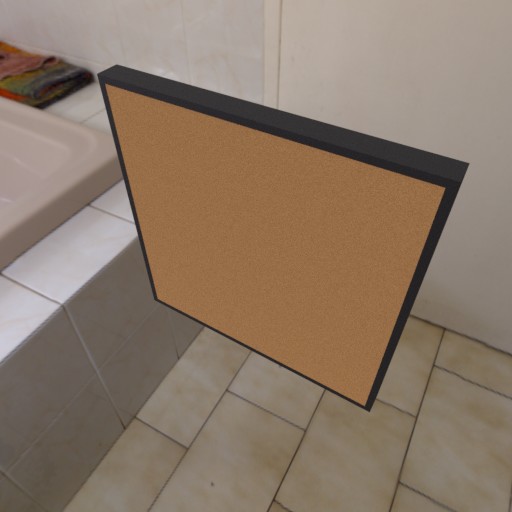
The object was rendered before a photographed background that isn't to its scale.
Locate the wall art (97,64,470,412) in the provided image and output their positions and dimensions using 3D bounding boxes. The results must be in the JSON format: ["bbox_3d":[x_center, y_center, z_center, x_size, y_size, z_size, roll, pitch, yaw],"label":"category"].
[{"bbox_3d":[0.000,0.000,0.734,0.509,0.509,0.040,23,49,21],"label":"wall art"}]
